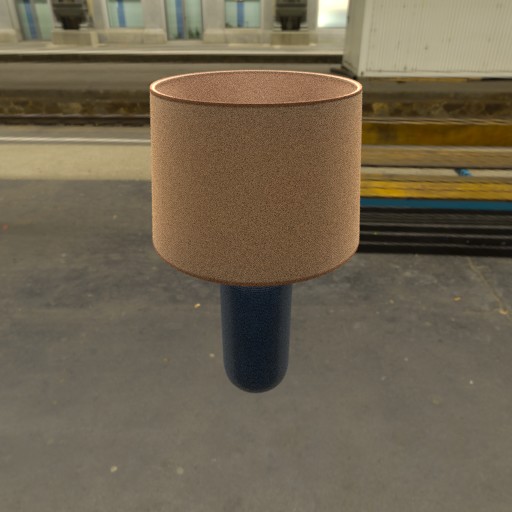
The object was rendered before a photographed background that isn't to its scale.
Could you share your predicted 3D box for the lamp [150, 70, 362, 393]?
[{"bbox_3d":[0.000,0.000,0.830,0.367,0.609,0.367,0,30,0],"label":"lamp"}]
